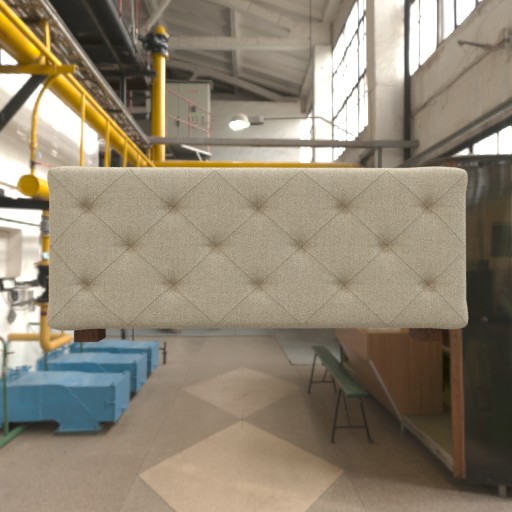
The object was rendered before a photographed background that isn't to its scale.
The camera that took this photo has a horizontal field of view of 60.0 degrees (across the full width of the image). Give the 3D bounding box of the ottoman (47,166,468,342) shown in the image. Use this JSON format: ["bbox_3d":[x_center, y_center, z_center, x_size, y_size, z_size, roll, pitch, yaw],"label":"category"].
[{"bbox_3d":[0.000,0.000,1.570,1.028,0.439,1.028,0,-1,-1],"label":"ottoman"}]
